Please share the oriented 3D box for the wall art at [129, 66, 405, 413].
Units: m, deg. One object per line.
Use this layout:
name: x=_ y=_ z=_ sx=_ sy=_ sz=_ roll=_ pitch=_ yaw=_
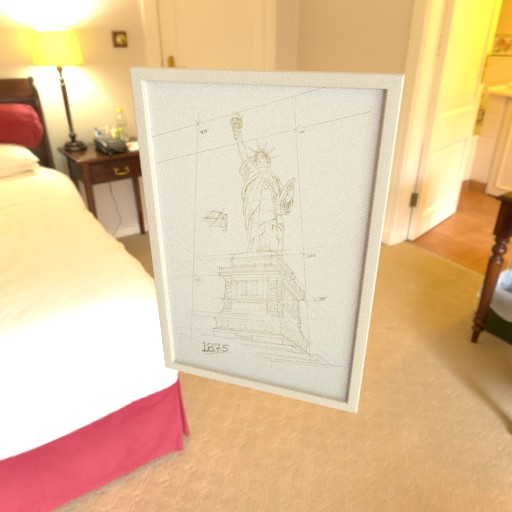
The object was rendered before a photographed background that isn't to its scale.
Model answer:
wall art: x=0.000 y=0.000 z=1.525 sx=0.808 sy=1.183 sz=0.038 roll=9 pitch=28 yaw=16
